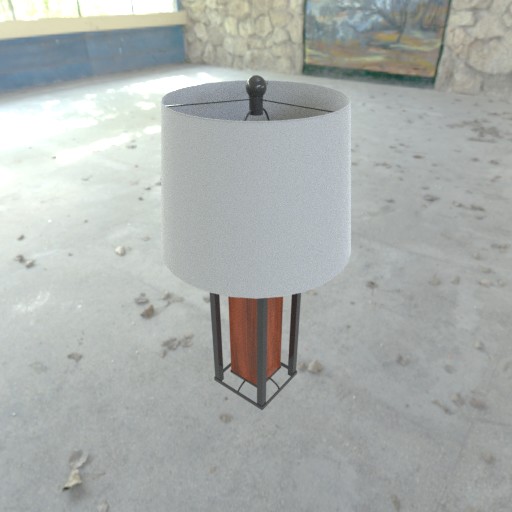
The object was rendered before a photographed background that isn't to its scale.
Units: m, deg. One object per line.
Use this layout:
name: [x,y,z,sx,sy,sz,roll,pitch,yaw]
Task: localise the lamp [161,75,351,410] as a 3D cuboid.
lamp: [0.000,0.000,0.772,0.320,0.591,0.320,0,31,0]
